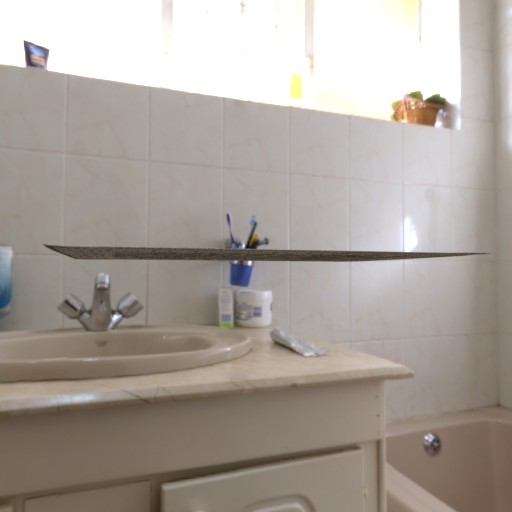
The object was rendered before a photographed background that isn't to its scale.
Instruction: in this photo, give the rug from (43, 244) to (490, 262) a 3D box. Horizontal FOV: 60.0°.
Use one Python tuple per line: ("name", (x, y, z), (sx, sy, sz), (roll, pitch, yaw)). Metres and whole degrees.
("rug", (0.000, 0.000, 2.272), (1.828, 0.019, 1.209), (1, -3, -18))
